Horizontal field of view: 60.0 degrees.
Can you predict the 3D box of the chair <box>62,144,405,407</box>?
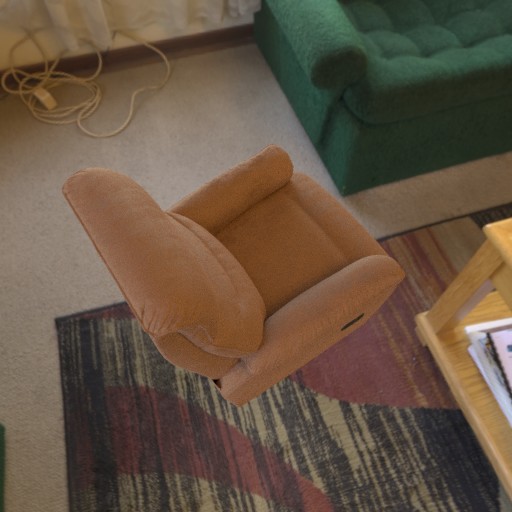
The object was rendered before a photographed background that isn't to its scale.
[{"bbox_3d":[0.000,0.000,1.708,1.004,1.037,0.820,-30,63,-18],"label":"chair"}]
